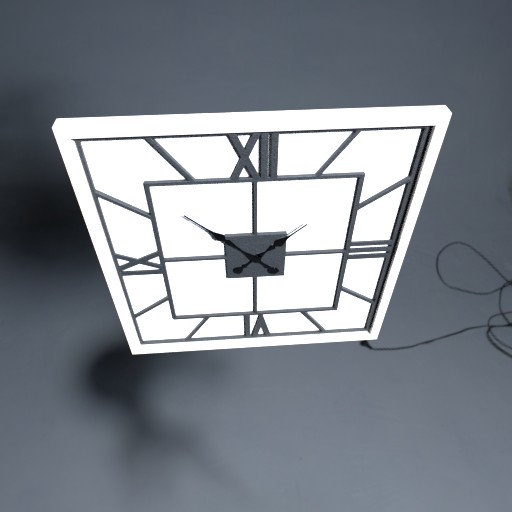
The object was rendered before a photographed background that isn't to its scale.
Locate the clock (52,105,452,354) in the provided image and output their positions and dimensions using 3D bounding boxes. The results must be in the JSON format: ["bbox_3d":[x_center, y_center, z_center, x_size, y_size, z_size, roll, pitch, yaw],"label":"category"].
[{"bbox_3d":[0.000,0.000,1.039,0.705,0.705,0.032,-3,45,-3],"label":"clock"}]
